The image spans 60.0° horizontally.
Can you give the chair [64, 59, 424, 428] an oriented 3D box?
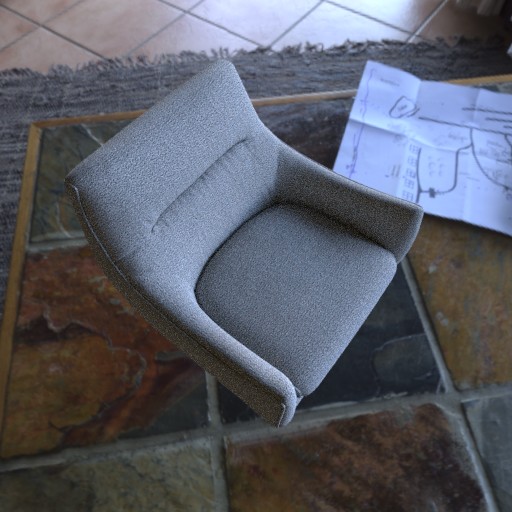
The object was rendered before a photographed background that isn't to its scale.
[{"bbox_3d":[0.000,0.000,1.442,0.787,0.838,0.762,33,64,19],"label":"chair"}]
